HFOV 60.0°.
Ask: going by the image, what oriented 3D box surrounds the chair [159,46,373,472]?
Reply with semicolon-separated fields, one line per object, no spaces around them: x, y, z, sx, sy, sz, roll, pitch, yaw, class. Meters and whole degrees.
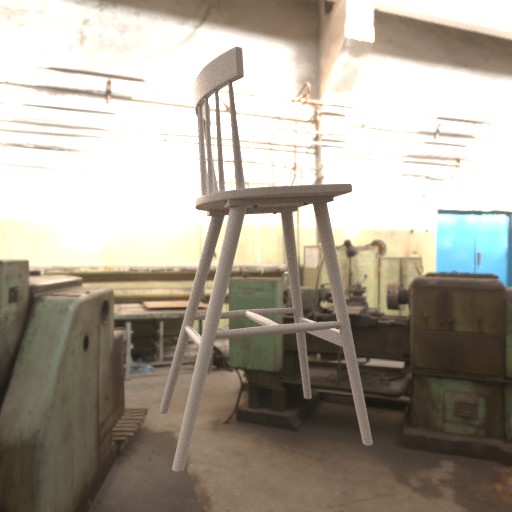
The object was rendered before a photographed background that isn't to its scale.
0.000;0.000;1.412;0.572;1.092;0.483;0;0;-17;chair
